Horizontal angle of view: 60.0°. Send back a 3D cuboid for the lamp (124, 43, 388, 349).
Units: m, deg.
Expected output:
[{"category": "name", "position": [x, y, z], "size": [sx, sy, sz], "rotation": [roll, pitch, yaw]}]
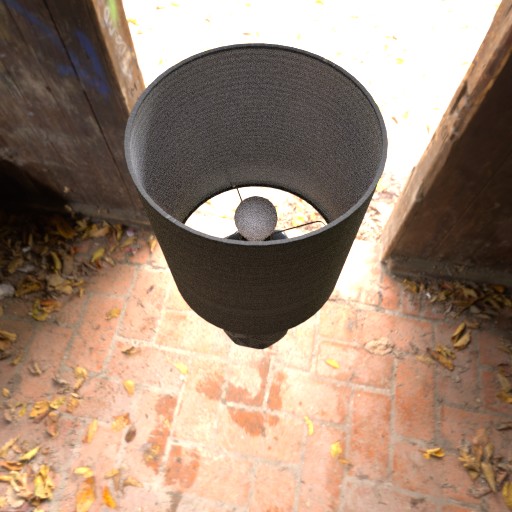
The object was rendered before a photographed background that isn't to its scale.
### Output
[{"category": "lamp", "position": [0.000, 0.000, 0.706], "size": [0.268, 0.566, 0.269], "rotation": [-16, 64, -8]}]
